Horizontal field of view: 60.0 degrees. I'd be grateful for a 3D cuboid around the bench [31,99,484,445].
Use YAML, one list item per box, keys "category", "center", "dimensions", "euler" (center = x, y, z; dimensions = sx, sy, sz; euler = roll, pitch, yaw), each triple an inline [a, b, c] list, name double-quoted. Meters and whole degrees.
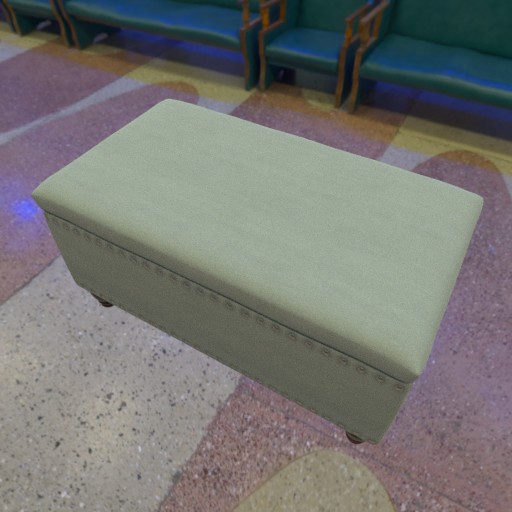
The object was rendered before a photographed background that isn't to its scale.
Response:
- category: "bench"
  center: [0.000, 0.000, 1.127]
  dimensions: [0.887, 0.449, 0.500]
  euler: [23, 51, 20]
